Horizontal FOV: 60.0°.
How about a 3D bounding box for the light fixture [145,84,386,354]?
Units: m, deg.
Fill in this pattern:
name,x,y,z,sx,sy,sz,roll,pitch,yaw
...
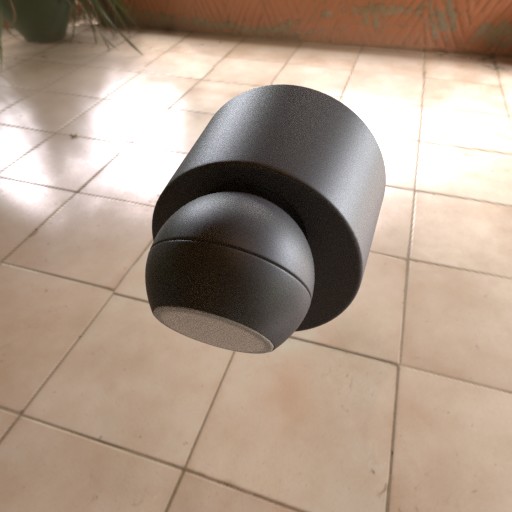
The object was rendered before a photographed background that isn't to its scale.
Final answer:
name,x,y,z,sx,sy,sz,roll,pitch,yaw
light fixture,0.000,0.000,0.260,0.134,0.143,0.160,11,43,12
